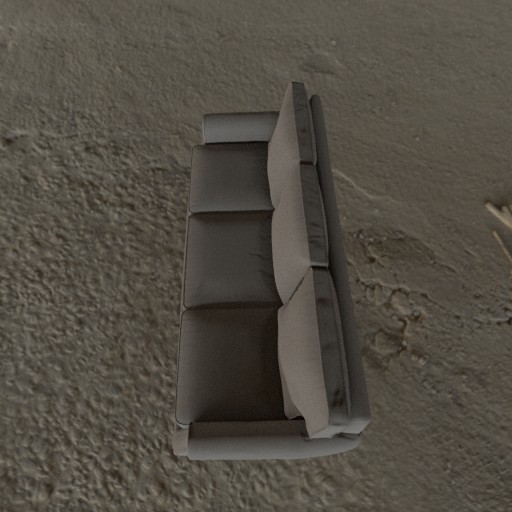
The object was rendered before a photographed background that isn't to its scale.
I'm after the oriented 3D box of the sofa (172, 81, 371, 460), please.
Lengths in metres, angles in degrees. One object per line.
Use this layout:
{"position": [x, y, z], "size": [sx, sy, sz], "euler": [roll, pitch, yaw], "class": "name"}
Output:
{"position": [0.000, 0.000, 2.762], "size": [0.966, 0.948, 2.353], "euler": [-1, 58, -1], "class": "sofa"}
